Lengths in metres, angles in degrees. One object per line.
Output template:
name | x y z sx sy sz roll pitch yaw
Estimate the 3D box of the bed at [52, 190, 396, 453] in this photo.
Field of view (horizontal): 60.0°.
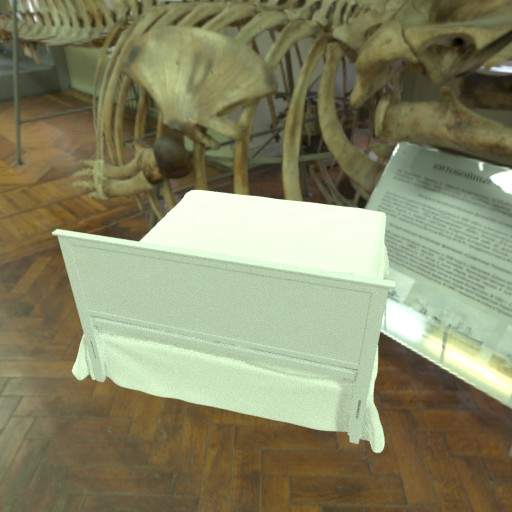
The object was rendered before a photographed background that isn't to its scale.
bed | 0.000 0.000 3.647 2.317 1.273 2.215 9 33 14
